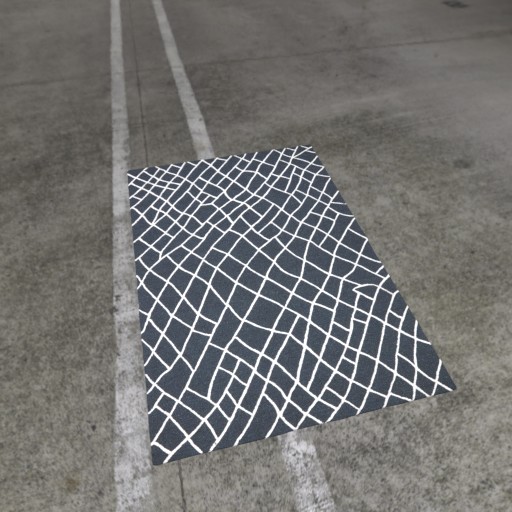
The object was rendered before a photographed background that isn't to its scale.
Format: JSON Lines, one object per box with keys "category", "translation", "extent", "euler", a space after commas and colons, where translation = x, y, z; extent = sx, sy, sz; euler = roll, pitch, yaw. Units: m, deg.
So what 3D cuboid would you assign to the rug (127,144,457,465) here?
{"category": "rug", "translation": [0.000, 0.000, 2.291], "extent": [1.223, 0.013, 1.830], "euler": [-10, 48, -10]}
